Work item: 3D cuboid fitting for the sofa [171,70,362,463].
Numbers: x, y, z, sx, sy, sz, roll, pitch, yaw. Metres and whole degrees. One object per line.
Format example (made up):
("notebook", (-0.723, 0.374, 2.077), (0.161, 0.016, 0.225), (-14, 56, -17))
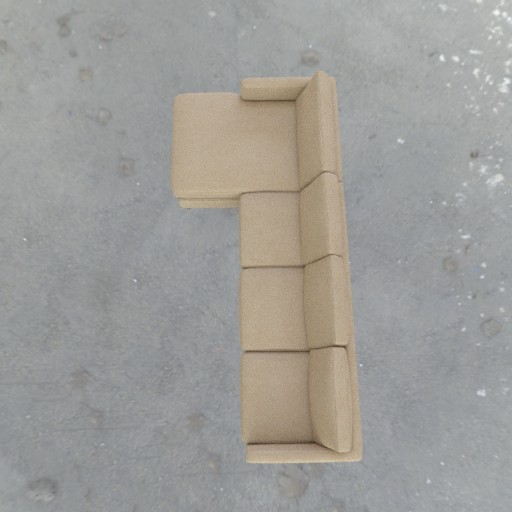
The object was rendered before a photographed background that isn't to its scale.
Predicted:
("sofa", (0.000, 0.000, 3.787), (1.502, 0.876, 3.201), (-1, 76, 0))
